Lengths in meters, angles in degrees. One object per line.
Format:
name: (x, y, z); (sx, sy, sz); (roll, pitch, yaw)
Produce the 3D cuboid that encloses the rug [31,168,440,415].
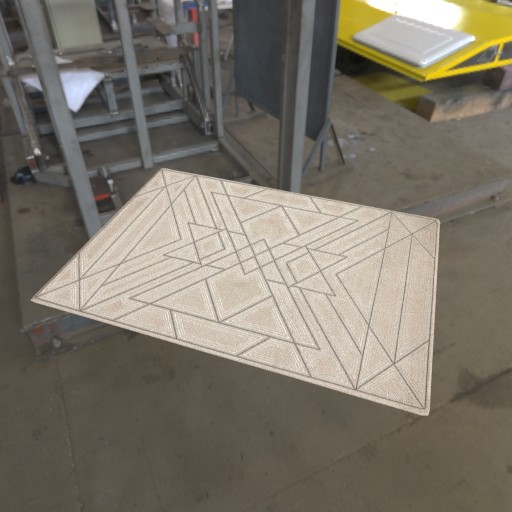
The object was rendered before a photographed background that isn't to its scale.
rug: (0.000, 0.000, 4.358); (3.381, 0.026, 2.436); (13, 43, 14)
